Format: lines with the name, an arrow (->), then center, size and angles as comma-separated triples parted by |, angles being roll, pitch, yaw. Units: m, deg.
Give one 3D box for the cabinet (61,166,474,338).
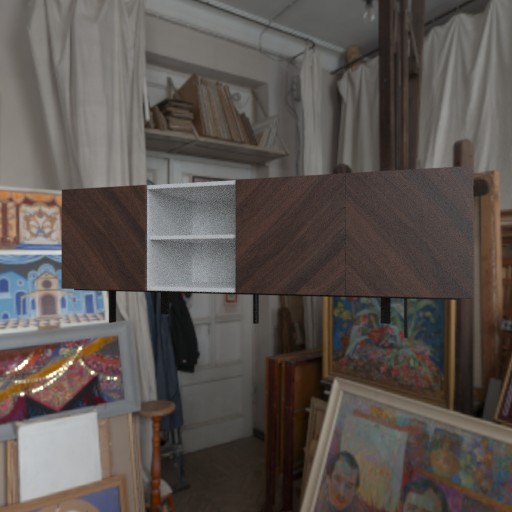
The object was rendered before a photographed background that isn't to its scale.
cabinet -> 0.000, 0.000, 1.755 | 1.499, 0.533, 0.431 | 0, 0, 18
